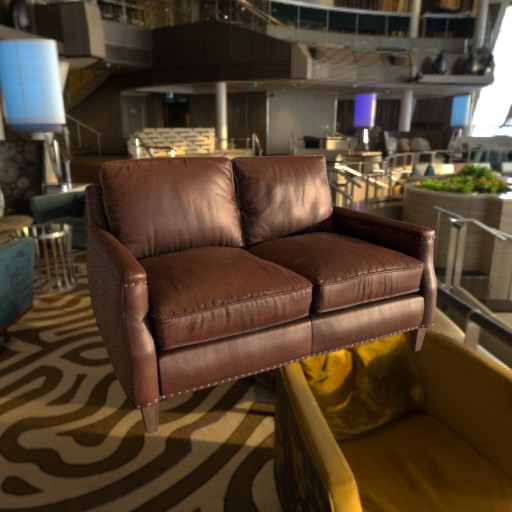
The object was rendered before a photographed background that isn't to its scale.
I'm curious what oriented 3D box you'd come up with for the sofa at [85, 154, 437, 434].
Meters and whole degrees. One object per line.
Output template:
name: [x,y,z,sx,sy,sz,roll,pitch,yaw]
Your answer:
sofa: [0.000,0.000,2.339,1.628,1.003,1.083,-8,18,-26]
